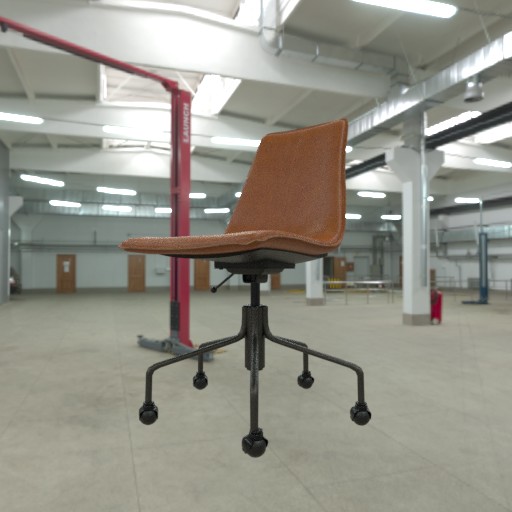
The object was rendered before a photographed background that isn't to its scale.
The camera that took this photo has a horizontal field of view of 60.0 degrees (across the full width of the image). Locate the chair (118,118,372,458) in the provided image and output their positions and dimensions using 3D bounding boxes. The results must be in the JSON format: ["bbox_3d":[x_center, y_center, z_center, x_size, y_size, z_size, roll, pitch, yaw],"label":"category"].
[{"bbox_3d":[0.000,0.000,1.323,0.651,0.920,0.660,-1,-2,36],"label":"chair"}]
